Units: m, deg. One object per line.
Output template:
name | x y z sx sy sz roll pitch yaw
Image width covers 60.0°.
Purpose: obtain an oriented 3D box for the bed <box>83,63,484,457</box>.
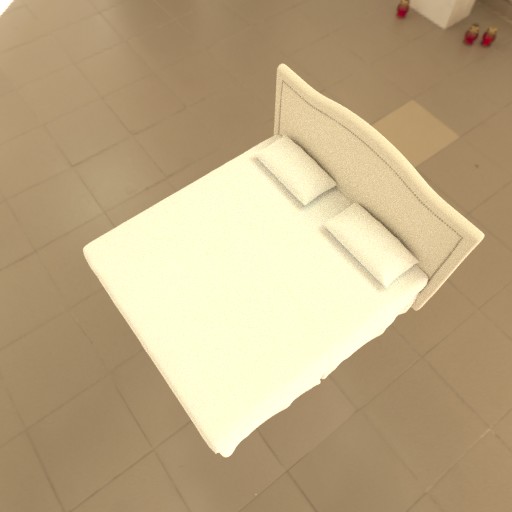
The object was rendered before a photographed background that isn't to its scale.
bed | 0.000 0.000 3.470 2.182 1.421 2.083 -34 67 -17
